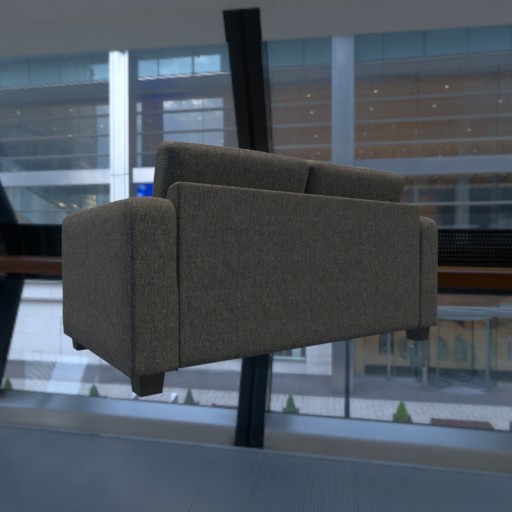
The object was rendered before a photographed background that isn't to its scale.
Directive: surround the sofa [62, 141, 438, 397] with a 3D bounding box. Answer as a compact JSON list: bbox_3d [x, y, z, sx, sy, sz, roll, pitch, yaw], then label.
[{"bbox_3d":[0.000,0.000,2.030,1.520,0.800,0.900,-1,1,-35],"label":"sofa"}]
